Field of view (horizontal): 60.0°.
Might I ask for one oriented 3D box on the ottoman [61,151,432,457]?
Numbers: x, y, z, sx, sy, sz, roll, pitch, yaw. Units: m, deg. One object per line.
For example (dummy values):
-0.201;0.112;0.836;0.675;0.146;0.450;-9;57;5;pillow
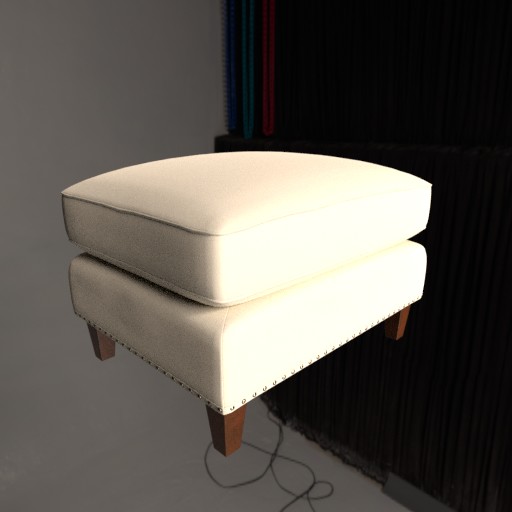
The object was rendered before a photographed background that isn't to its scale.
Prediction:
0.000;0.000;1.134;0.584;0.513;0.741;16;24;42;ottoman
